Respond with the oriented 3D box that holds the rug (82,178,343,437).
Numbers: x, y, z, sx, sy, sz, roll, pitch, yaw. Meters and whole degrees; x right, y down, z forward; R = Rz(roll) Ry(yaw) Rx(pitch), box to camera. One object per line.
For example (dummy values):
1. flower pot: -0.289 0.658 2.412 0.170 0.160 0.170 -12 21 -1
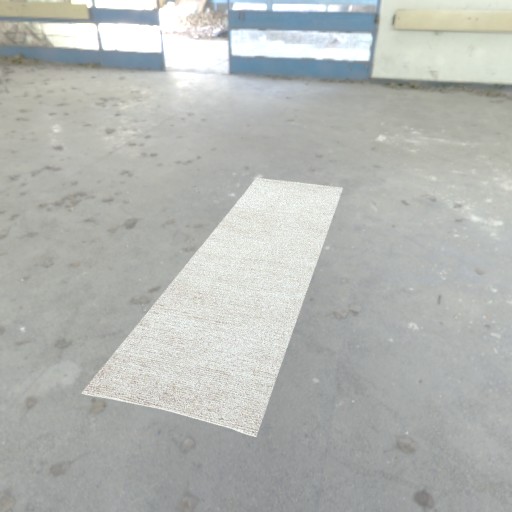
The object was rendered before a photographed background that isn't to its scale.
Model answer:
1. rug: 0.000 0.000 2.596 0.712 0.013 2.346 9 33 14
